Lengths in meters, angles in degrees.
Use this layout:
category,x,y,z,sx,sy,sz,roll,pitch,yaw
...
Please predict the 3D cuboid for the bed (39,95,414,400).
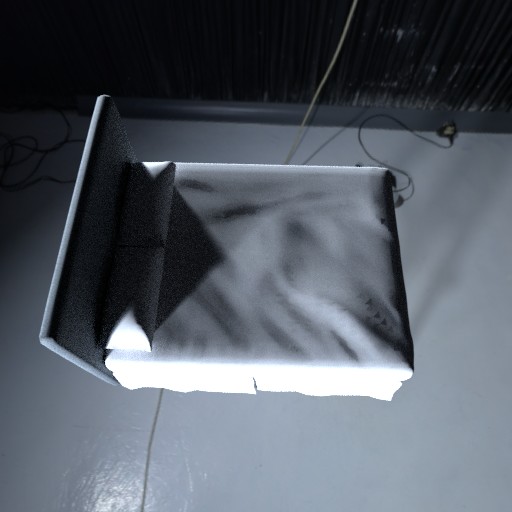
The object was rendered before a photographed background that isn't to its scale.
category,x,y,z,sx,sy,sz,roll,pitch,yaw
bed,0.000,0.000,3.097,2.142,1.330,1.713,2,64,1
